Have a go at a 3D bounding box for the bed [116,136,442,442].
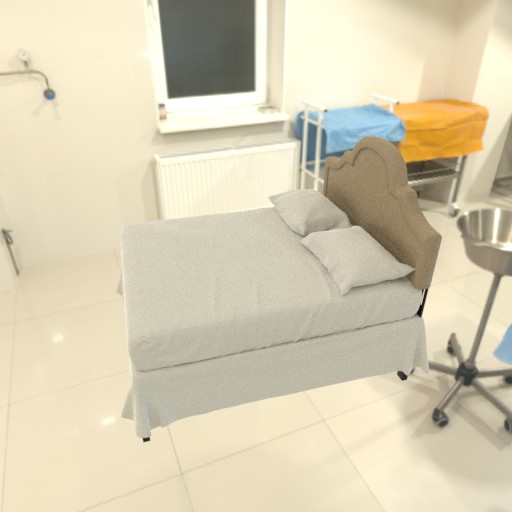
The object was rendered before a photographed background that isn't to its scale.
[{"bbox_3d":[0.000,0.000,3.369,2.222,1.634,1.780,-8,32,-14],"label":"bed"}]
